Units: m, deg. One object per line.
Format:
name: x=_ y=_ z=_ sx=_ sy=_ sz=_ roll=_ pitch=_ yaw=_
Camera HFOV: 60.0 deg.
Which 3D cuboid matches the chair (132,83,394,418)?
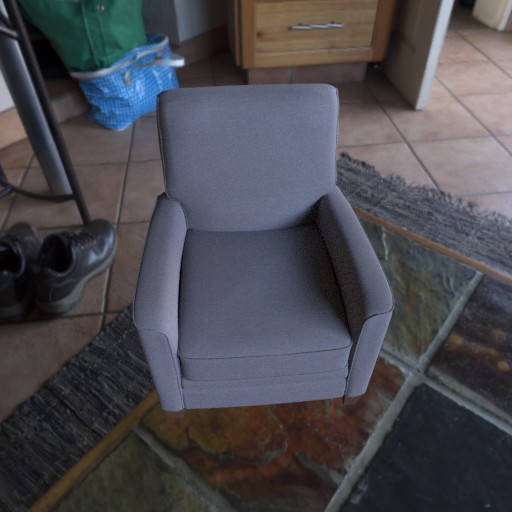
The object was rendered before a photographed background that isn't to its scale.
chair: x=0.000 y=0.000 z=1.705 sx=0.845 sy=1.023 sz=0.859 roll=-3 pitch=44 yaw=-4
